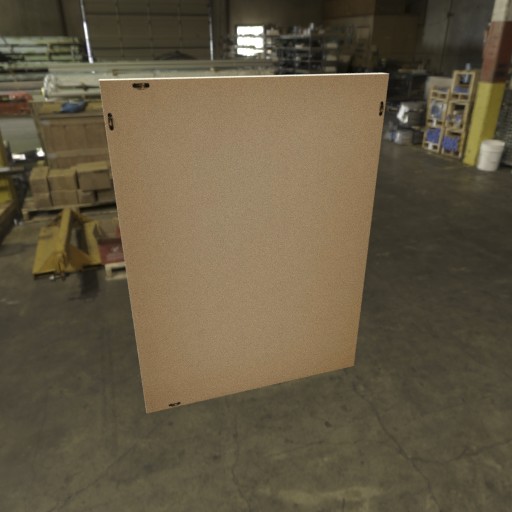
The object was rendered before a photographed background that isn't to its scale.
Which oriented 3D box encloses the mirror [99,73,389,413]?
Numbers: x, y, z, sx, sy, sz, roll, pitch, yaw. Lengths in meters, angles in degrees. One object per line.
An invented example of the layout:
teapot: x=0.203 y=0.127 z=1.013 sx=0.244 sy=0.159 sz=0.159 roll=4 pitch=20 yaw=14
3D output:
mirror: x=0.000 y=0.000 z=1.349 sx=0.762 sy=1.016 sz=0.040 roll=-8 pitch=27 yaw=-16
